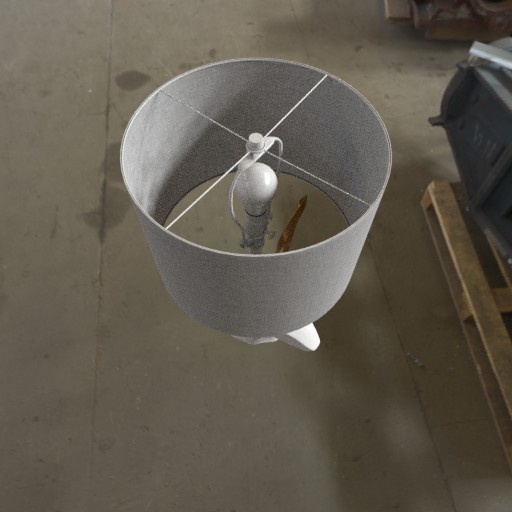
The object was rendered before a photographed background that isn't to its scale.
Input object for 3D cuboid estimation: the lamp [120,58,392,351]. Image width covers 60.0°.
[{"bbox_3d":[0.000,0.000,0.703,0.298,0.503,0.298,33,64,18],"label":"lamp"}]
